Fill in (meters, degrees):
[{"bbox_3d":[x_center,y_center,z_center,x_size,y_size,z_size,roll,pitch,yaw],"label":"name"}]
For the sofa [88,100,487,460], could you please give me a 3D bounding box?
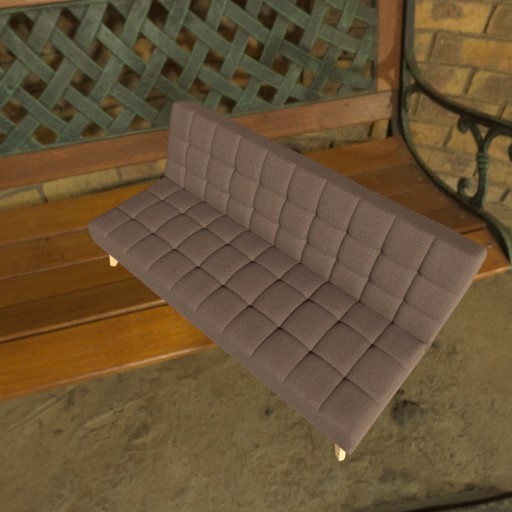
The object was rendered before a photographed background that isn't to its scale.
[{"bbox_3d":[0.000,0.000,2.244,1.800,0.810,0.860,34,56,27],"label":"sofa"}]
